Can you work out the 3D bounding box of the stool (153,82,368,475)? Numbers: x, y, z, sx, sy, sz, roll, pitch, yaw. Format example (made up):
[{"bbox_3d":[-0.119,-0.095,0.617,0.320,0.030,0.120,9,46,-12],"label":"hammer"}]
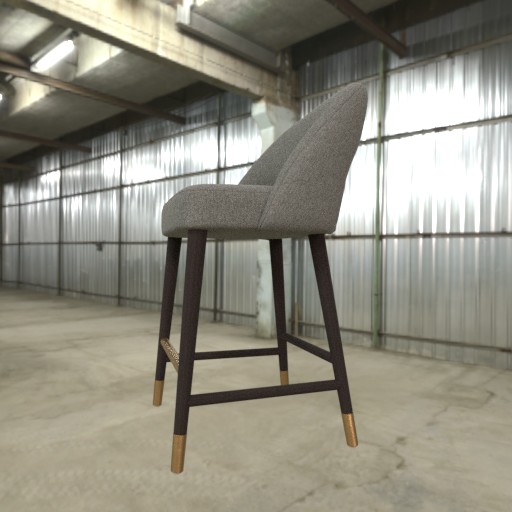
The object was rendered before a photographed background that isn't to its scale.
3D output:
[{"bbox_3d":[0.000,0.000,1.232,0.524,0.925,0.536,0,0,-18],"label":"stool"}]
